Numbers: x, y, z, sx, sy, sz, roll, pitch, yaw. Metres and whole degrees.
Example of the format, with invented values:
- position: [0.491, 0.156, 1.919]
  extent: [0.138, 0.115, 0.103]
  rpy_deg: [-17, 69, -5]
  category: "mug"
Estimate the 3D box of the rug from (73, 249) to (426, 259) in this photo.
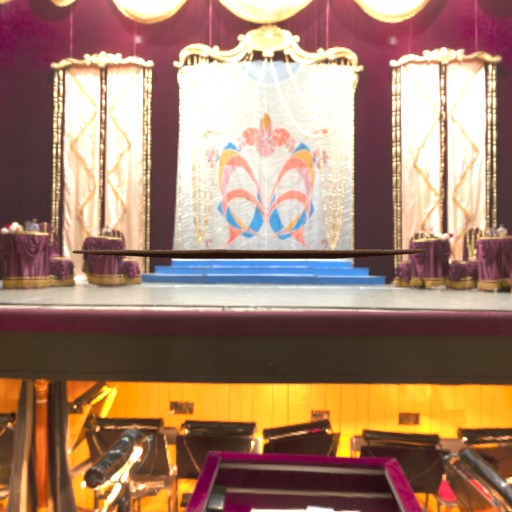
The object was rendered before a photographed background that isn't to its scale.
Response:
- position: [0.000, 0.000, 1.073]
  extent: [0.515, 0.007, 0.867]
  rpy_deg: [0, -1, 2]
  category: "rug"
